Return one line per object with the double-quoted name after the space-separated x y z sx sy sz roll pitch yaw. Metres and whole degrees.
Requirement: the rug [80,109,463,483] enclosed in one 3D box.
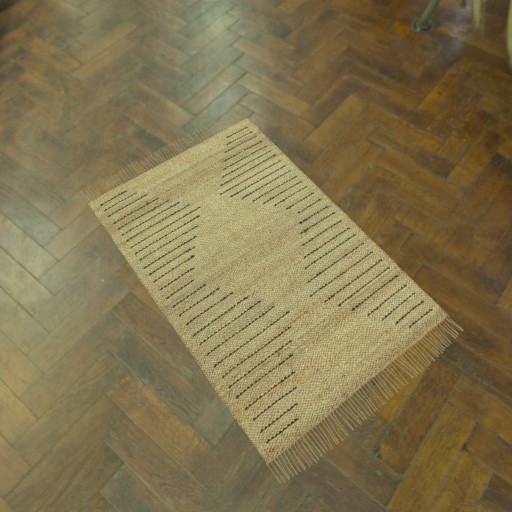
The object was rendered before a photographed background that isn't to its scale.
0.000 0.000 2.552 1.224 0.027 2.085 -33 66 -17 "rug"
